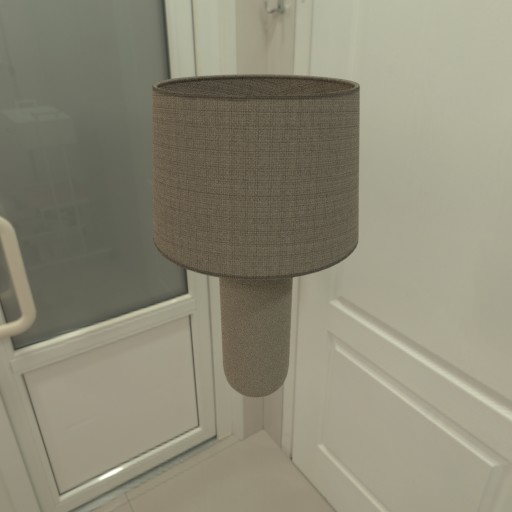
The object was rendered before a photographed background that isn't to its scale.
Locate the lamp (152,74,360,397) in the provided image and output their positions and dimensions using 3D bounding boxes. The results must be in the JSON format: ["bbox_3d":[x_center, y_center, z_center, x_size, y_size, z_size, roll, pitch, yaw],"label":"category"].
[{"bbox_3d":[0.000,0.000,0.833,0.367,0.609,0.367,0,27,0],"label":"lamp"}]
